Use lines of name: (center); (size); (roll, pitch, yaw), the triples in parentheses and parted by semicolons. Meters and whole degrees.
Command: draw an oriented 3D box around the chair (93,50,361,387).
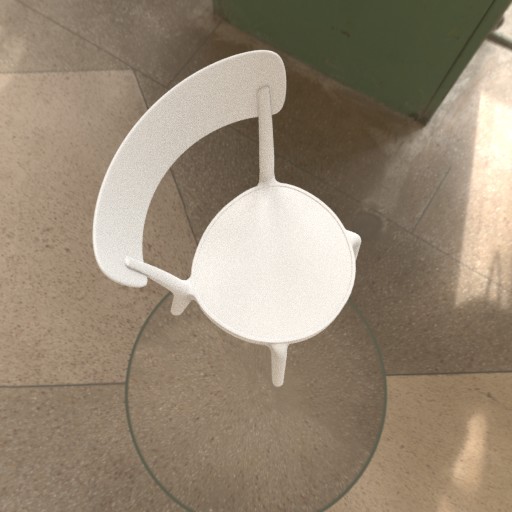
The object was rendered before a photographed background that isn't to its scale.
chair: (0.000, 0.000, 1.112); (0.491, 0.790, 0.506); (33, 77, 9)
